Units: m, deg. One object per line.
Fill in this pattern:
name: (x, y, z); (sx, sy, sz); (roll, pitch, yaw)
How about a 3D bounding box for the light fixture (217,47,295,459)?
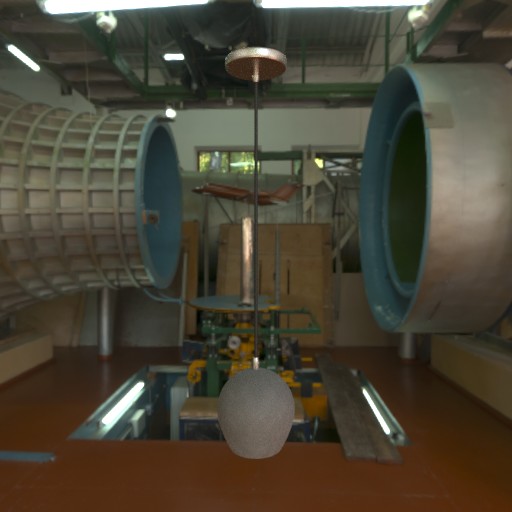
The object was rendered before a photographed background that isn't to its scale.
light fixture: (0.000, 0.000, 0.870); (0.153, 0.760, 0.153); (1, 2, 36)
